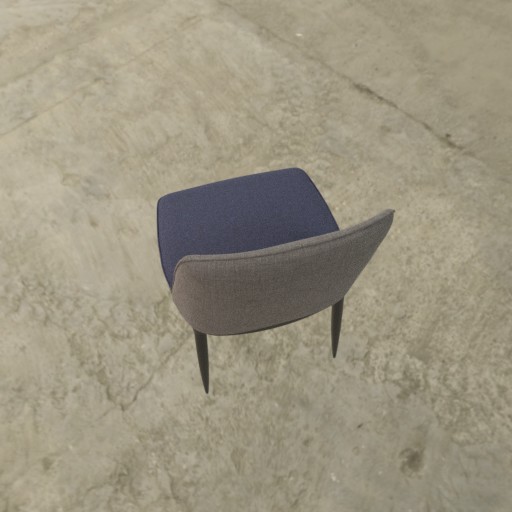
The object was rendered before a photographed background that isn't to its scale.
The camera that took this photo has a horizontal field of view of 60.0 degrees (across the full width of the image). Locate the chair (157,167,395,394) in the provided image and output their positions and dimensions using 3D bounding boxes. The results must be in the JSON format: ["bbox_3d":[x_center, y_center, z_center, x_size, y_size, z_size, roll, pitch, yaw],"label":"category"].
[{"bbox_3d":[0.000,0.000,1.164,0.488,0.855,0.550,-13,59,-8],"label":"chair"}]
